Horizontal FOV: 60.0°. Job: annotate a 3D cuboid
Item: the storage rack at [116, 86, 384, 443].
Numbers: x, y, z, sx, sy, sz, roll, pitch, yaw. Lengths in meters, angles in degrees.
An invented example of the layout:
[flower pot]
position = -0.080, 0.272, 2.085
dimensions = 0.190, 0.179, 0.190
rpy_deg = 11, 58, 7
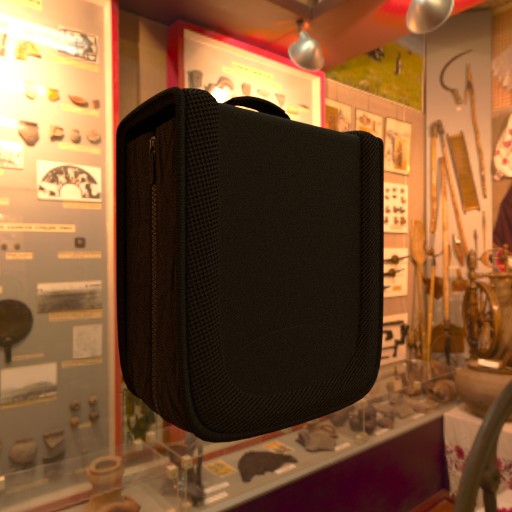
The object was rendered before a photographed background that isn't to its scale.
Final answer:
[storage rack]
position = 0.000, 0.000, 0.552
dimensions = 0.297, 0.387, 0.168
rpy_deg = 0, 0, -37
